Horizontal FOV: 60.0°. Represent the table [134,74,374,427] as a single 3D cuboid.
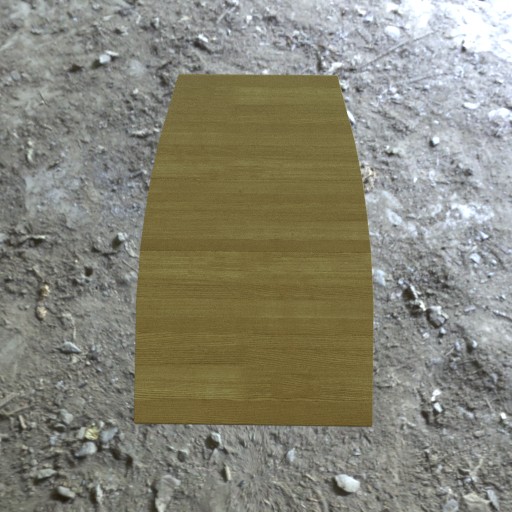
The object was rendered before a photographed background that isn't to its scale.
[{"bbox_3d":[0.000,0.000,2.126,0.900,0.748,1.598,1,63,0],"label":"table"}]
